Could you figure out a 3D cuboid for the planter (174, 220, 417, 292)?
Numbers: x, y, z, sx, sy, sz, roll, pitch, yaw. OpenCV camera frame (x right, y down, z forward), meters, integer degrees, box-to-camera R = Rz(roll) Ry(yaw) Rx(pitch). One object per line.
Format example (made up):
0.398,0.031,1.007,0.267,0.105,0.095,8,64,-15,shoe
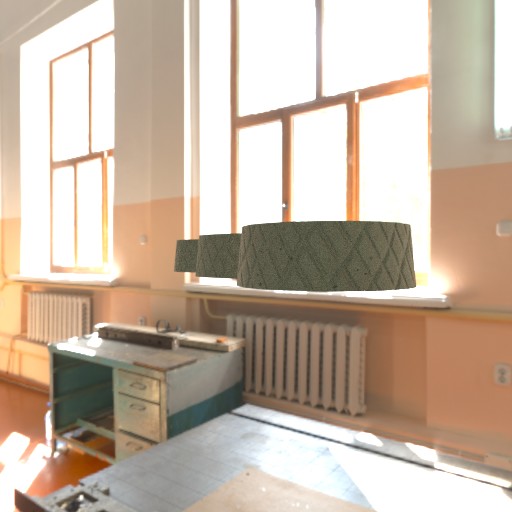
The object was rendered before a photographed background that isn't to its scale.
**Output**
0.000,0.000,0.419,0.114,0.038,0.390,0,0,-19,planter
